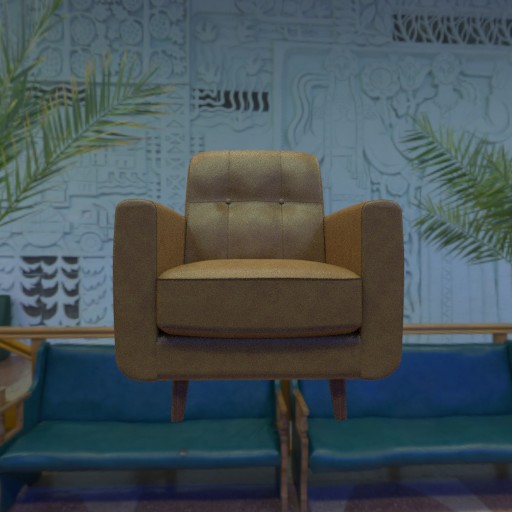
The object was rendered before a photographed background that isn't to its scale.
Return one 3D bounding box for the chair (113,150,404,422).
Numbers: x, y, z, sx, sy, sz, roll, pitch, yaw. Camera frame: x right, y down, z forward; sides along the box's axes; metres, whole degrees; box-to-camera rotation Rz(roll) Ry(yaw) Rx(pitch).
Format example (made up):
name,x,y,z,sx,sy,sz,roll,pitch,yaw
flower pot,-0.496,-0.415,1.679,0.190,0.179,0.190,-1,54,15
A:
name,x,y,z,sx,sy,sz,roll,pitch,yaw
chair,0.000,0.000,1.715,0.845,0.968,0.942,0,0,-1
